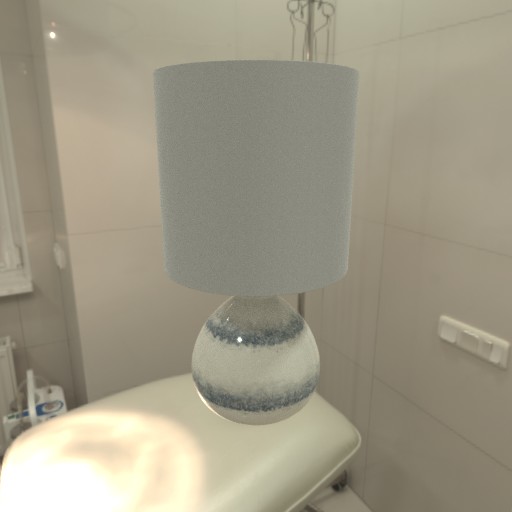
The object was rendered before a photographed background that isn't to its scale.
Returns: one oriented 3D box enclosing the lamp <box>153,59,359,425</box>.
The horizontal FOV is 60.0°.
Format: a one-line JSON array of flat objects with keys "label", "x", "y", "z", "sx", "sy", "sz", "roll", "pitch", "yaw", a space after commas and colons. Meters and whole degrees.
[{"label": "lamp", "x": 0.000, "y": 0.000, "z": 0.531, "sx": 0.216, "sy": 0.404, "sz": 0.216, "roll": -8, "pitch": 18, "yaw": -26}]
